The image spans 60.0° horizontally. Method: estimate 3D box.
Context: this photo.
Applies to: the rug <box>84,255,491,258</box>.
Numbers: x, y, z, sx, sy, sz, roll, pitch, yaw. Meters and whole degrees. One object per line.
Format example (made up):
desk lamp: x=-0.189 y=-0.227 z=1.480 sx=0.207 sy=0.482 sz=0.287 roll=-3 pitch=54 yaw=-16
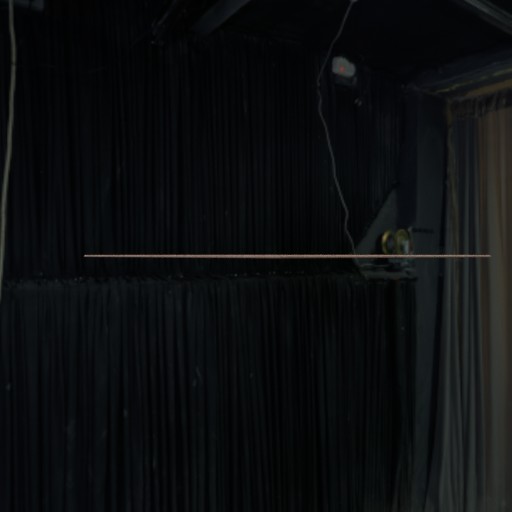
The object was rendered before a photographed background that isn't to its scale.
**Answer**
rug: x=0.000 y=0.000 z=2.887 sx=1.524 sy=0.011 sz=2.286 roll=0 pitch=0 yaw=-37
